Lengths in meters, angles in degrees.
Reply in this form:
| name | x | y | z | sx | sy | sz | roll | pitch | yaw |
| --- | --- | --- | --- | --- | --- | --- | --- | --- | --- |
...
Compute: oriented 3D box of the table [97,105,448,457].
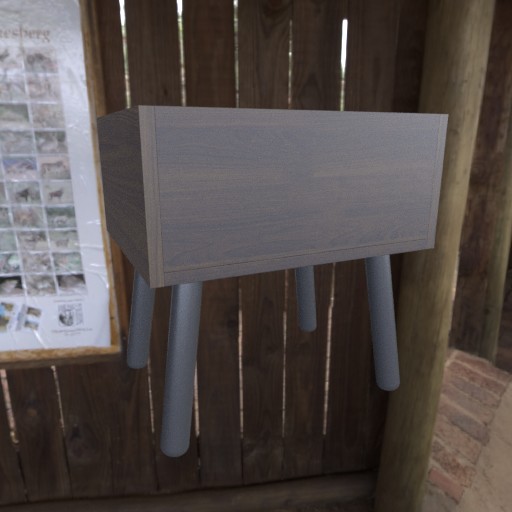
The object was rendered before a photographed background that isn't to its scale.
| name | x | y | z | sx | sy | sz | roll | pitch | yaw |
| --- | --- | --- | --- | --- | --- | --- | --- | --- | --- |
| table | 0.000 | 0.000 | 0.780 | 0.450 | 0.470 | 0.370 | -7 | 17 | -25 |
